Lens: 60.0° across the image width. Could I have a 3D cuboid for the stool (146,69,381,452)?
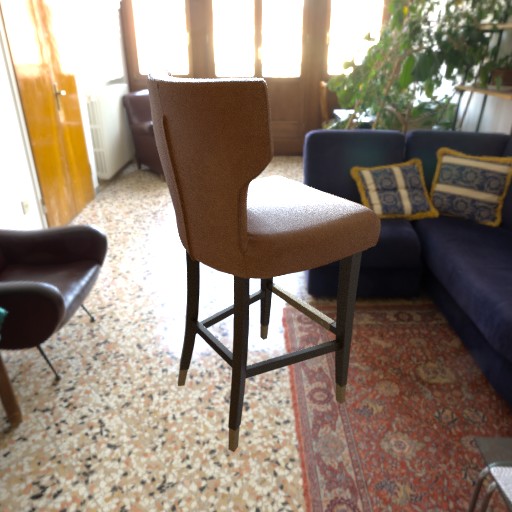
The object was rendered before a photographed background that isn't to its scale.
[{"bbox_3d":[0.000,0.000,1.413,0.563,1.092,0.526,-17,31,-32],"label":"stool"}]
